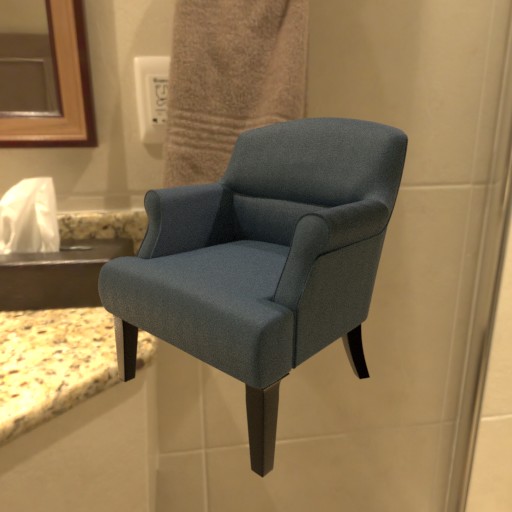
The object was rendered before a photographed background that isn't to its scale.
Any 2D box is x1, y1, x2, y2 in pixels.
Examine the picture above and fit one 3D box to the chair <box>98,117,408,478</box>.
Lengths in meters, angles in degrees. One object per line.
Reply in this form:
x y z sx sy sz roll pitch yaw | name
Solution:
0.000 0.000 1.441 0.770 0.878 0.754 14 21 41 | chair
